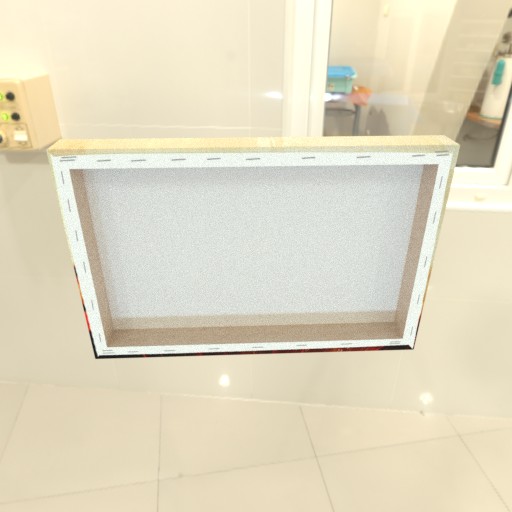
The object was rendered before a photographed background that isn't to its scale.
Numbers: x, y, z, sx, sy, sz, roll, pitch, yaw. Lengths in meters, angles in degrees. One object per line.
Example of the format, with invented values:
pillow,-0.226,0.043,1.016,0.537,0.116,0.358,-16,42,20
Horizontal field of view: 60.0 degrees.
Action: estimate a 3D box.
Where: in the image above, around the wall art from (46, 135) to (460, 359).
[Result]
wall art,0.000,0.000,0.486,0.383,0.251,0.037,-1,29,-2
